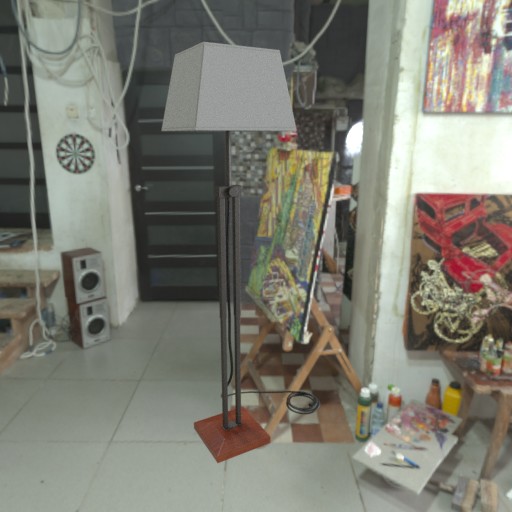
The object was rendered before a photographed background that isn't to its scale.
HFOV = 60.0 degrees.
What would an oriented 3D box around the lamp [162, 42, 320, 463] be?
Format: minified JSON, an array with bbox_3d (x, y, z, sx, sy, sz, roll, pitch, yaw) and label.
[{"bbox_3d":[0.000,0.000,2.023,0.745,1.712,0.472,-8,17,-28],"label":"lamp"}]
